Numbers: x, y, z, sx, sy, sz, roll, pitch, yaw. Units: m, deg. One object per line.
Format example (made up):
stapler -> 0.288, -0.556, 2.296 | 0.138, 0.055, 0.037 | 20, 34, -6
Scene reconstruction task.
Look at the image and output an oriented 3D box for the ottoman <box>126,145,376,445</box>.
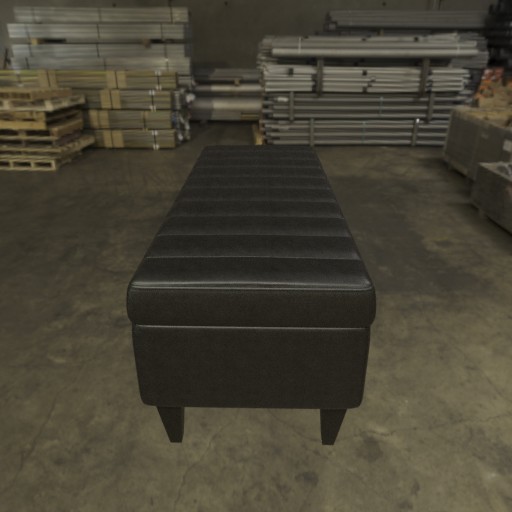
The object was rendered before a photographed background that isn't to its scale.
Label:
ottoman -> 0.000, 0.000, 1.411 | 0.482, 0.469, 1.151 | 0, 26, 1
